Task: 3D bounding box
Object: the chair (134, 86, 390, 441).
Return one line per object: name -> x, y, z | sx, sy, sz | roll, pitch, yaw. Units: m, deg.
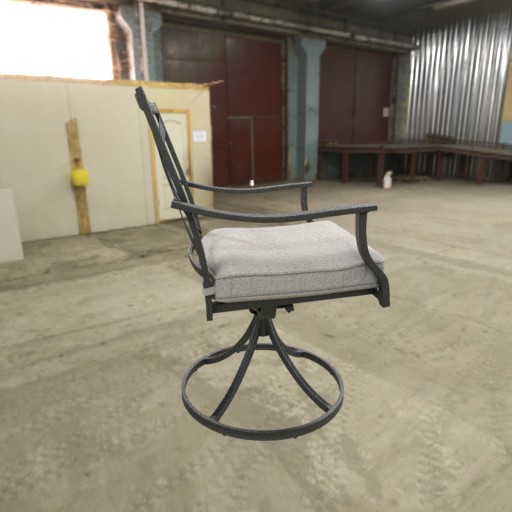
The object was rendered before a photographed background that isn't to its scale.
chair -> 0.000, 0.000, 1.315 | 0.620, 0.889, 0.575 | -2, 15, -9
